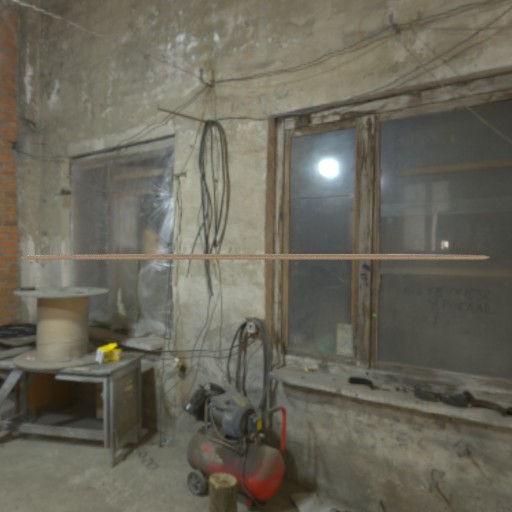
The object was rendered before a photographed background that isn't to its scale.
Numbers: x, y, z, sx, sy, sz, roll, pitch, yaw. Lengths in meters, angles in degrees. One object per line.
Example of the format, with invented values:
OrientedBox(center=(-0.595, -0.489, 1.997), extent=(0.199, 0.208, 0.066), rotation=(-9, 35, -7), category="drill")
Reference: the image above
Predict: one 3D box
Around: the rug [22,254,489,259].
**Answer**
OrientedBox(center=(0.000, 0.000, 2.704), extent=(2.081, 0.020, 1.525), rotation=(0, 0, 1), category="rug")
